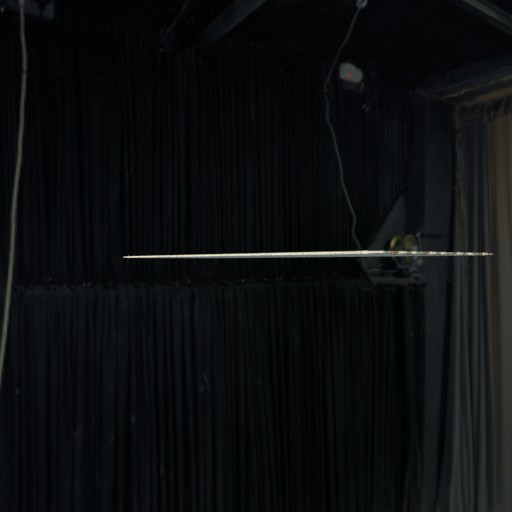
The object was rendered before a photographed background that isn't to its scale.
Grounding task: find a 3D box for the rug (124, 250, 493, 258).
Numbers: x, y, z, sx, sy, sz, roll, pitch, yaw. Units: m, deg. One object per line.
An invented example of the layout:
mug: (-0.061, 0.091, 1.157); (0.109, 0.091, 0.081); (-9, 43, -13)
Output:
rug: (0.000, 0.000, 2.673); (0.769, 0.013, 2.440); (0, -1, -36)
